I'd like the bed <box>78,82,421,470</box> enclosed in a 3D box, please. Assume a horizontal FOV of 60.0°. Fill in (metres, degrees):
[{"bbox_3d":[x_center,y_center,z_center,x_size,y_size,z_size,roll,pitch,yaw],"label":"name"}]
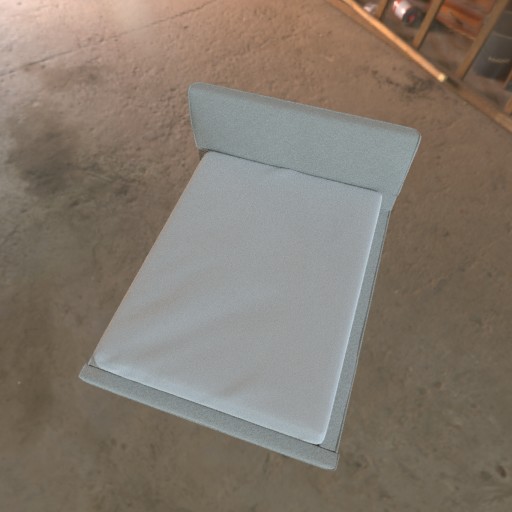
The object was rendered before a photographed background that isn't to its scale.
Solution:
[{"bbox_3d":[0.000,0.000,3.512,1.980,1.126,2.498,16,58,10],"label":"bed"}]
